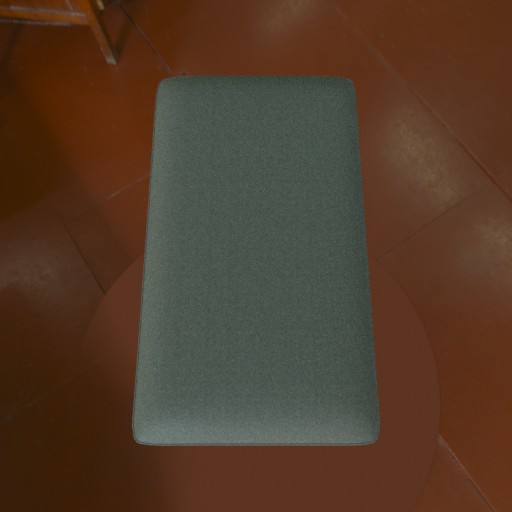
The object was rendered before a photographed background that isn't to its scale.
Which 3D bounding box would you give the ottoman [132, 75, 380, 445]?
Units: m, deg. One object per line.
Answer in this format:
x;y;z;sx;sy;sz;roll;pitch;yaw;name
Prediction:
0.000;0.000;1.535;0.681;0.494;1.173;0;74;0;ottoman
